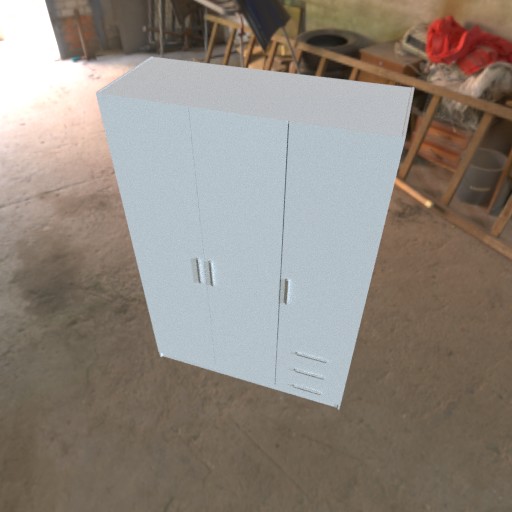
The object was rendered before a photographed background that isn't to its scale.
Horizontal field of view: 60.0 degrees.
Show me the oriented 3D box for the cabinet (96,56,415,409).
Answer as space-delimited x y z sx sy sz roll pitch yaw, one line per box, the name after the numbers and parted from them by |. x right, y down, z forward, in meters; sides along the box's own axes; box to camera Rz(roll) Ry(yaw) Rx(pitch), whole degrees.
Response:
0.000 0.000 2.546 1.290 1.910 0.510 13 43 14 | cabinet
